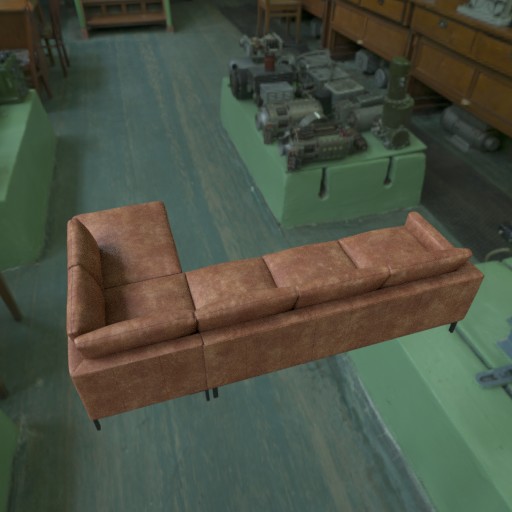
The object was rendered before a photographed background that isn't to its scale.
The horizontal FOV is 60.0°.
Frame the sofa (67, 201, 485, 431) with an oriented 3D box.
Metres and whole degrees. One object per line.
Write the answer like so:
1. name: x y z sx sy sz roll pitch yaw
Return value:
1. sofa: 0.000 0.000 3.782 2.984 0.877 1.938 -12 42 -13
